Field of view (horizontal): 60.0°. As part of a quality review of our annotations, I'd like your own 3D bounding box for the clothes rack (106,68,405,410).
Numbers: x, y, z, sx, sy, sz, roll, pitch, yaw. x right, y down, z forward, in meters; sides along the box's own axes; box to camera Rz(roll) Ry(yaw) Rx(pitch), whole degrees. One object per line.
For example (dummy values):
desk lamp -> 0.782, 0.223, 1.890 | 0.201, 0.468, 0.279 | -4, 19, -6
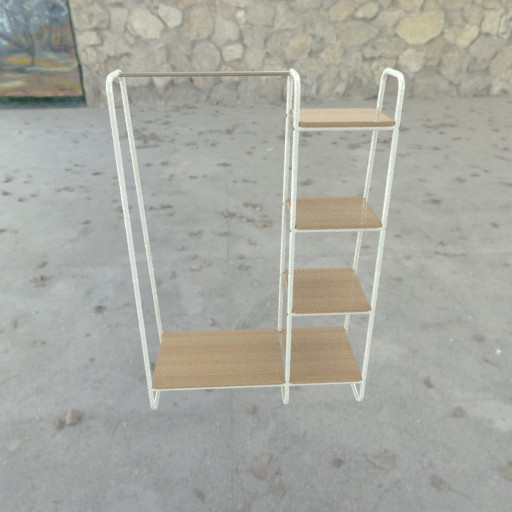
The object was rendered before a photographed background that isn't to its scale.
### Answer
clothes rack -> 0.000, 0.000, 1.931 | 1.011, 1.500, 0.400 | -1, 29, -3
